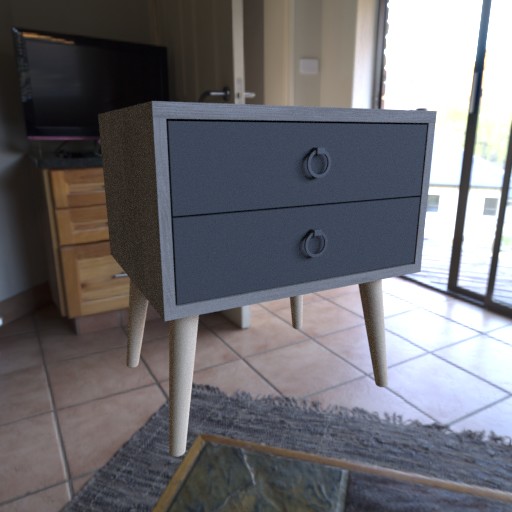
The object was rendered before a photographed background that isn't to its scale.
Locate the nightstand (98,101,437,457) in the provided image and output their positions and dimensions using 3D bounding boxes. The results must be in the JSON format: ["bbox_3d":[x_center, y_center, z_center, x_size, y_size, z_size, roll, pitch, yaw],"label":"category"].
[{"bbox_3d":[0.000,0.000,0.812,0.450,0.500,0.380,-8,17,-27],"label":"nightstand"}]
